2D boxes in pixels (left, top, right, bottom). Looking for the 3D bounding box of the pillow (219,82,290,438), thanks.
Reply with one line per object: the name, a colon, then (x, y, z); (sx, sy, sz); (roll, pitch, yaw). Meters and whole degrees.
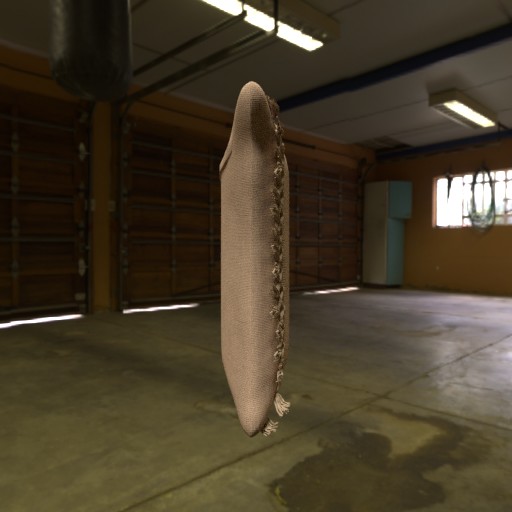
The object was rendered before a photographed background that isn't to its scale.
pillow: (0.000, 0.000, 0.598); (0.084, 0.305, 0.466); (0, 1, 1)
